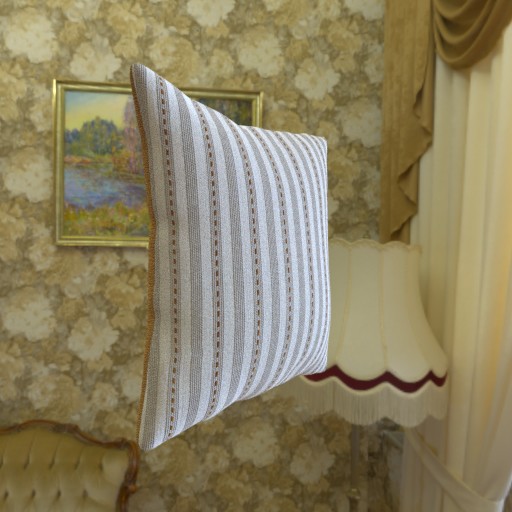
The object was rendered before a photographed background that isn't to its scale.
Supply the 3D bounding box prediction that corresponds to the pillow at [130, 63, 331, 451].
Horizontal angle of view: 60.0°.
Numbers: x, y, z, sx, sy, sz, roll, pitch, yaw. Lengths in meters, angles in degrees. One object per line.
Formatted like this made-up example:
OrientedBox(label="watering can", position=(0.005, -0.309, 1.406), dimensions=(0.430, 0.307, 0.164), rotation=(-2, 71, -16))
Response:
OrientedBox(label="pillow", position=(0.000, 0.000, 0.654), dimensions=(0.147, 0.437, 0.432), rotation=(1, 1, 36))
